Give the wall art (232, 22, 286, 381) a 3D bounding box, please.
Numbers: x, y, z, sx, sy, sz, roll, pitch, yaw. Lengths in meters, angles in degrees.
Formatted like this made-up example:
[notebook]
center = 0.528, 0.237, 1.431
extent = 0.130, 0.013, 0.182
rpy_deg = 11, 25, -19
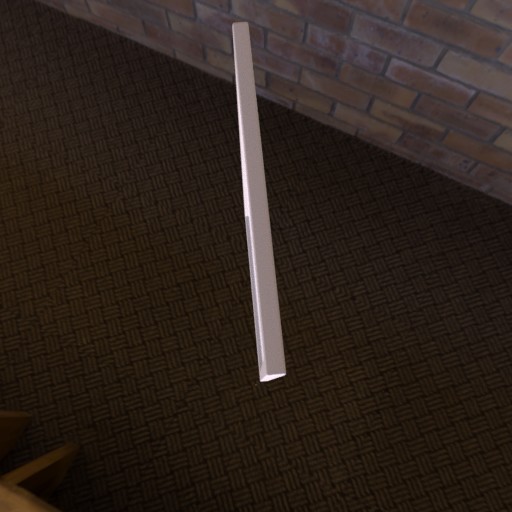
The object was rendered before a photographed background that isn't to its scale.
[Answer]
[wall art]
center = 0.000, 0.000, 1.498
extent = 0.038, 1.183, 0.808
rpy_deg = -5, 74, -1
